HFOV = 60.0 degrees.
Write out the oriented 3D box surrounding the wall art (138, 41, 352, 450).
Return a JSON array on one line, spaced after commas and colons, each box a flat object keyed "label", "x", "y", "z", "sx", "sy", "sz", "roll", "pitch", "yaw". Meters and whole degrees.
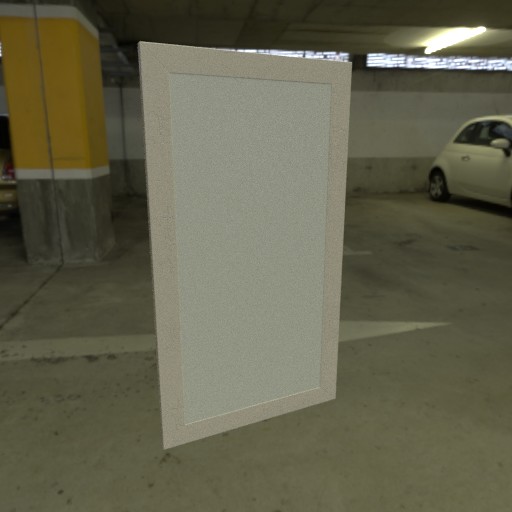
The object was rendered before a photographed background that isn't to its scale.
[{"label": "wall art", "x": 0.000, "y": 0.000, "z": 0.809, "sx": 0.380, "sy": 0.683, "sz": 0.013, "roll": -7, "pitch": 16, "yaw": -25}]
